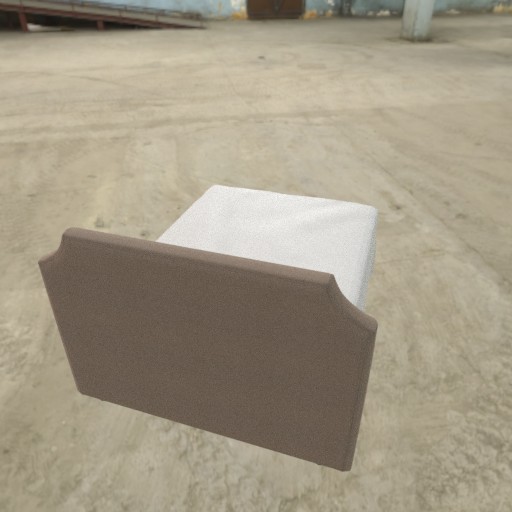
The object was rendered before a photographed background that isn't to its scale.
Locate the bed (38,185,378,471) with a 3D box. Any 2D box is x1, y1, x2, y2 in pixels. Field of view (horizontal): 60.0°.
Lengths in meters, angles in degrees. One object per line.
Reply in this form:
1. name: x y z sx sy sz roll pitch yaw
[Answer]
1. bed: 0.000 0.000 3.253 1.828 1.303 2.164 10 34 15
